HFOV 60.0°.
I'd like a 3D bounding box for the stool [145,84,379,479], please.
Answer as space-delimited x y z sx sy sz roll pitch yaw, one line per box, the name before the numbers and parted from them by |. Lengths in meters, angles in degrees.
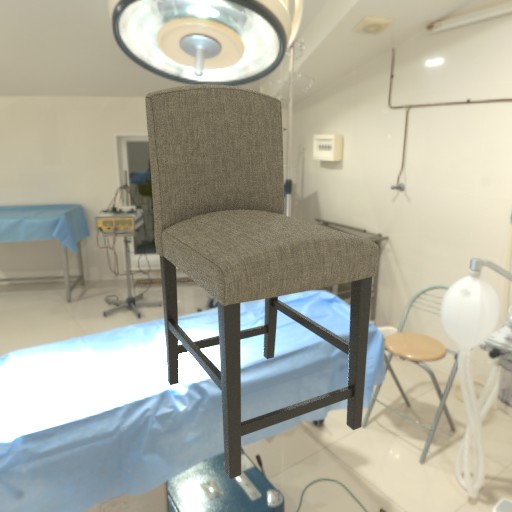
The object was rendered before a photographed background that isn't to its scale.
stool | 0.000 0.000 1.271 0.451 0.966 0.552 -8 17 -28
